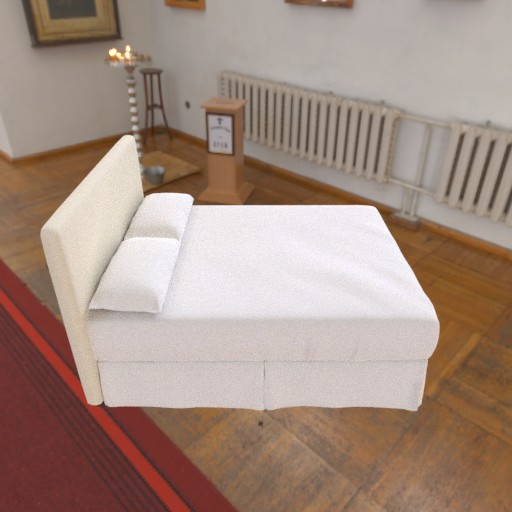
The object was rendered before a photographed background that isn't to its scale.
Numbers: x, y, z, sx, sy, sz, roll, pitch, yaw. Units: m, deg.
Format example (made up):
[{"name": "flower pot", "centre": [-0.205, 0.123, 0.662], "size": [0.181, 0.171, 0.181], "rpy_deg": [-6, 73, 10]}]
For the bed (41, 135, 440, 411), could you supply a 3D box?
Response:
[{"name": "bed", "centre": [0.000, 0.000, 3.192], "size": [2.147, 1.330, 1.714], "rpy_deg": [0, 31, 0]}]
